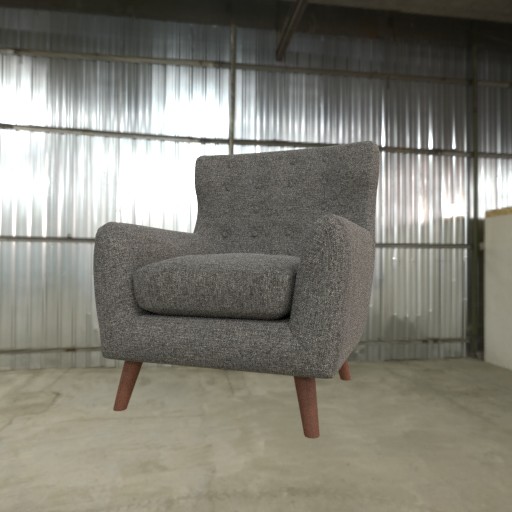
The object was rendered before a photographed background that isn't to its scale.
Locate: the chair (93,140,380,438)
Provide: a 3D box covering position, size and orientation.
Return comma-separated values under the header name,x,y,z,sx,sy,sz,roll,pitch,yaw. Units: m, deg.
name,x,y,z,sx,sy,sz,roll,pitch,yaw
chair,0.000,0.000,1.751,0.889,1.039,0.940,0,-1,20
